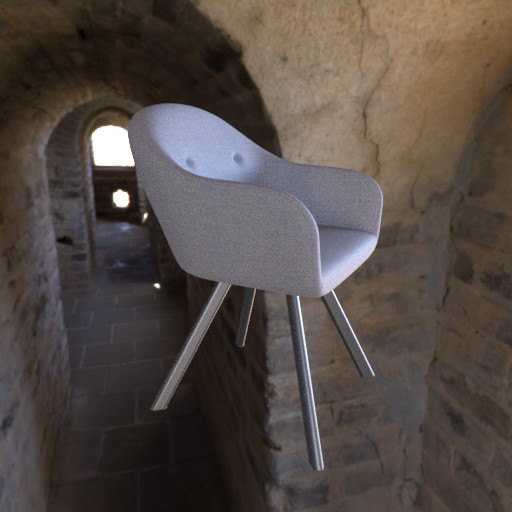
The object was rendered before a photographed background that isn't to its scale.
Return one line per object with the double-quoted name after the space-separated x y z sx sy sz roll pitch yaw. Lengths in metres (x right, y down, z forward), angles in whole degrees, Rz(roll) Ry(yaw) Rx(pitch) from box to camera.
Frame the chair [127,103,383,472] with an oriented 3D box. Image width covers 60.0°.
0.000 0.000 1.174 0.570 0.780 0.540 8 17 27 "chair"
